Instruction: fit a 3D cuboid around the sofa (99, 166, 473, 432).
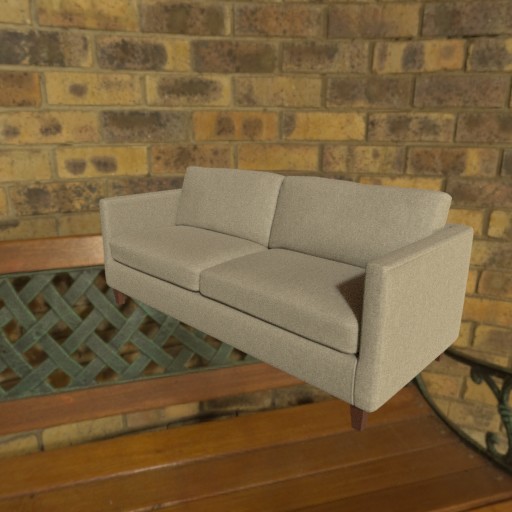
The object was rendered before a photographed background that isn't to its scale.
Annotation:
[{"bbox_3d":[0.000,0.000,2.728,2.208,0.963,0.956,15,23,42],"label":"sofa"}]
